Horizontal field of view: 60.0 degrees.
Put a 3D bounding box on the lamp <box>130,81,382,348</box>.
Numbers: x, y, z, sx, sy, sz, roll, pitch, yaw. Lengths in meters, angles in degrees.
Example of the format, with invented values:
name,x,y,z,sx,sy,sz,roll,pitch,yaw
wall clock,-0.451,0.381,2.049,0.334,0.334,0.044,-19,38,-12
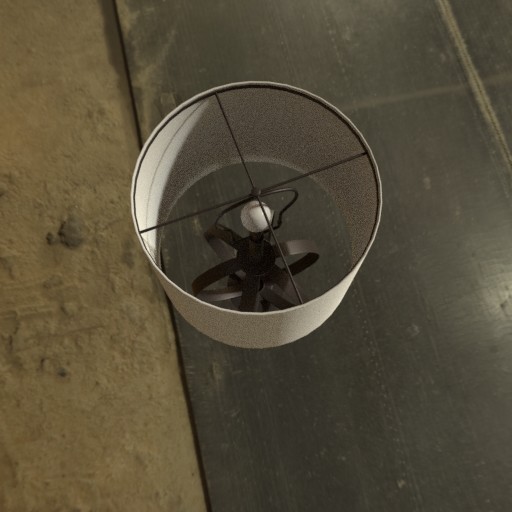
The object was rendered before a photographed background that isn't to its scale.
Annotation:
name,x,y,z,sx,sy,sz,roll,pitch,yaw
lamp,0.000,0.000,0.689,0.286,0.510,0.286,0,75,0
